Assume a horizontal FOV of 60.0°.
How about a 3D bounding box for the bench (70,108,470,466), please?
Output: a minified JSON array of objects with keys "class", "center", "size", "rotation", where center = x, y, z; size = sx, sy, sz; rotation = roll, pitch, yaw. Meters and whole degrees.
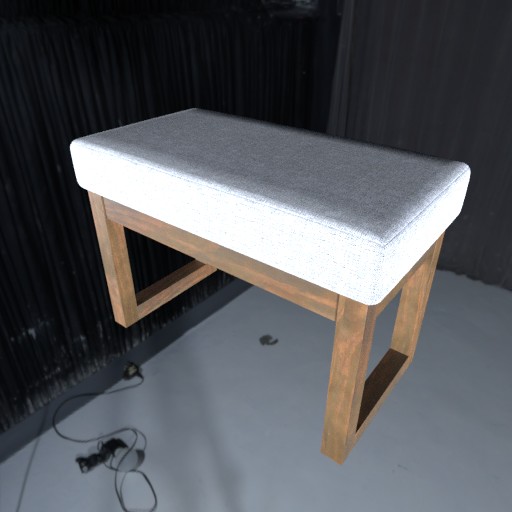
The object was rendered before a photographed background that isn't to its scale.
[{"class":"bench","center":[0.000,0.000,0.941],"size":[0.681,0.467,0.366],"rotation":[22,38,32]}]
